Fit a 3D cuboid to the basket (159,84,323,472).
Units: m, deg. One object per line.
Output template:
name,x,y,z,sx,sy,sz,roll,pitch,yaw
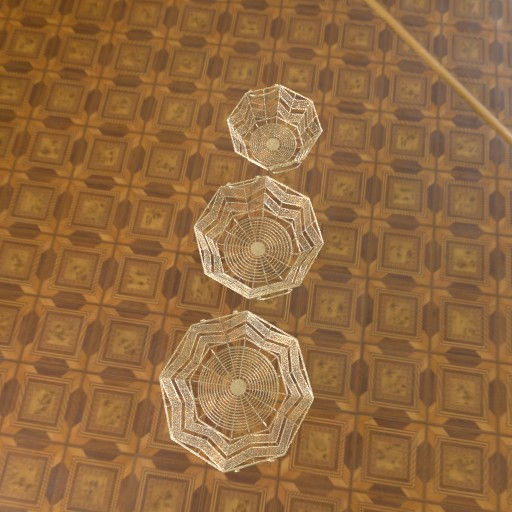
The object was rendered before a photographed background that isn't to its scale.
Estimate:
basket,0.000,0.000,1.419,0.432,0.178,1.246,7,74,2
